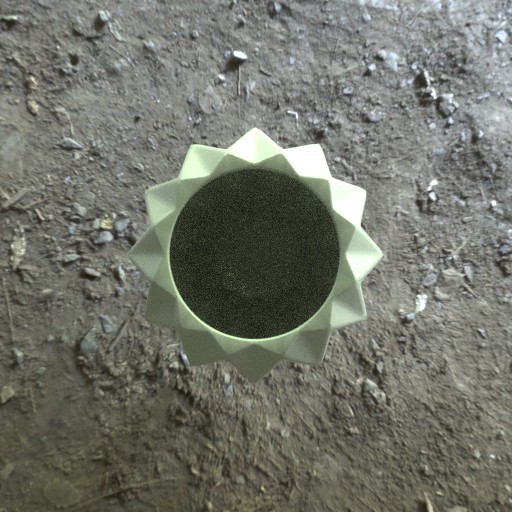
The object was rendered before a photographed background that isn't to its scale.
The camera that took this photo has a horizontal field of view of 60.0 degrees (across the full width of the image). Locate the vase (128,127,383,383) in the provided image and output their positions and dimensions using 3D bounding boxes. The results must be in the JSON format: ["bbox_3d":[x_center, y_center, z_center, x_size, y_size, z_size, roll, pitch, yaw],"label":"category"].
[{"bbox_3d":[0.000,0.000,0.419,0.195,0.275,0.195,0,89,0],"label":"vase"}]
